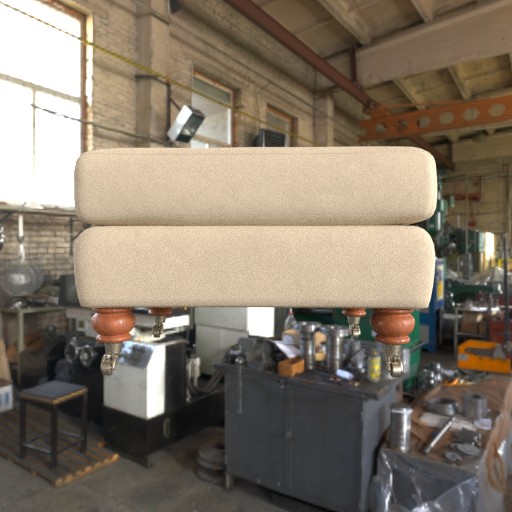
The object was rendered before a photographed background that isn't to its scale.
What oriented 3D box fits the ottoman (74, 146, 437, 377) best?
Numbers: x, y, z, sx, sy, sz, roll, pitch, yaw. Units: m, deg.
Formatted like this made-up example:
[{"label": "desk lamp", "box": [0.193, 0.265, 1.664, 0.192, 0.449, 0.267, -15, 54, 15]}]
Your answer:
[{"label": "ottoman", "box": [0.000, 0.000, 1.176, 0.773, 0.504, 0.569, 0, 0, 1]}]
